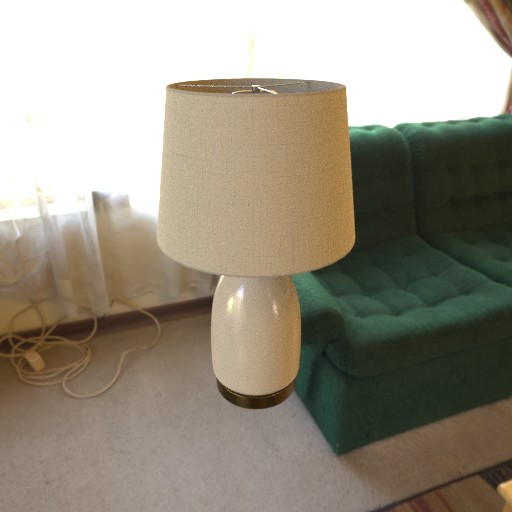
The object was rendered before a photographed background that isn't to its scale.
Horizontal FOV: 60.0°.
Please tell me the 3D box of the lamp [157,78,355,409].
[{"bbox_3d":[0.000,0.000,0.668,0.285,0.483,0.285,0,26,0],"label":"lamp"}]
